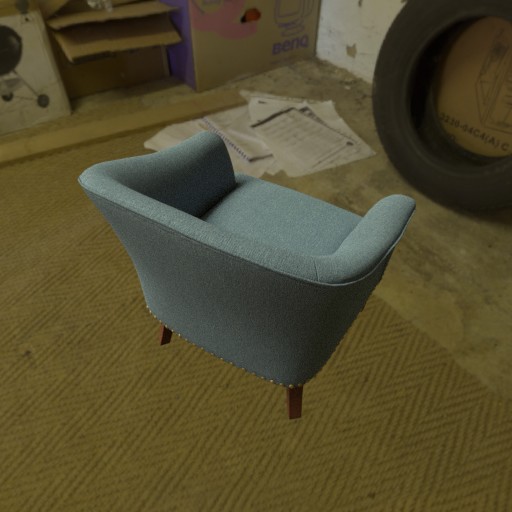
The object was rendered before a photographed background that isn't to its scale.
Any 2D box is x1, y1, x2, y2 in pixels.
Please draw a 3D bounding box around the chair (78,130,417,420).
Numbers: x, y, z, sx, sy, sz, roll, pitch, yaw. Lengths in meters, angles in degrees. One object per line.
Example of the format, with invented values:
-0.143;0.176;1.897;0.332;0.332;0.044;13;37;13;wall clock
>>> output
0.000;0.000;1.372;0.772;0.815;0.704;24;51;21;chair
